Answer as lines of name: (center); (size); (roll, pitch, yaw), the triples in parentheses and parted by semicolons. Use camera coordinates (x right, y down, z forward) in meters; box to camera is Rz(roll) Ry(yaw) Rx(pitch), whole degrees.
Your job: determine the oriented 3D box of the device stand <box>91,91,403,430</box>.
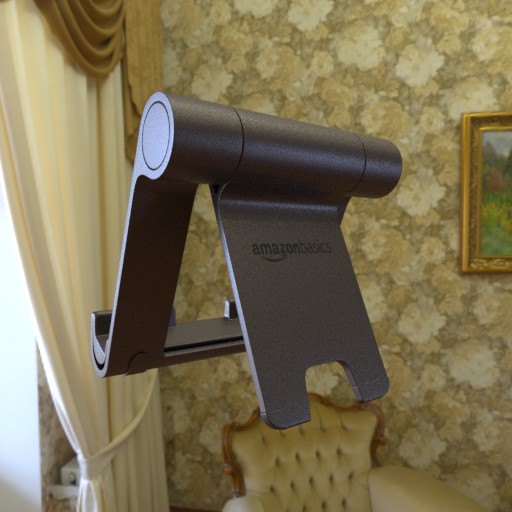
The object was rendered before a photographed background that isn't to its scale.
device stand: (0.000, 0.000, 0.151); (0.088, 0.084, 0.079); (-1, 2, -36)
